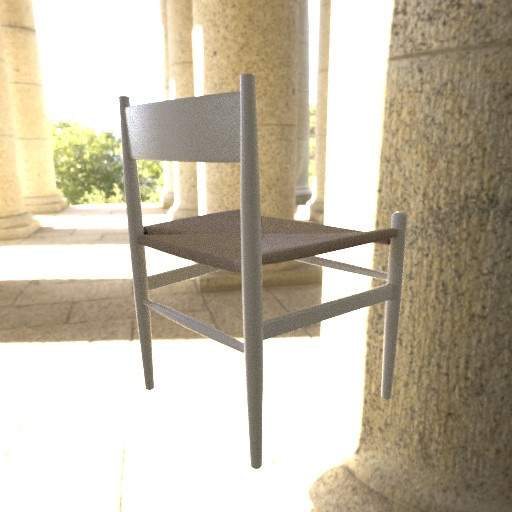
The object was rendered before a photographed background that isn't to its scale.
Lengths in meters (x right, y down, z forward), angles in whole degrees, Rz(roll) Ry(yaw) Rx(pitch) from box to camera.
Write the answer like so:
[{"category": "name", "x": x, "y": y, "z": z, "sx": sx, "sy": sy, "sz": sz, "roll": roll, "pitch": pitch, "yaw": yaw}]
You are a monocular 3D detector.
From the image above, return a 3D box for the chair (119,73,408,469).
[{"category": "chair", "x": 0.000, "y": 0.000, "z": 1.114, "sx": 0.495, "sy": 0.762, "sz": 0.556, "roll": -13, "pitch": 18, "yaw": -42}]
